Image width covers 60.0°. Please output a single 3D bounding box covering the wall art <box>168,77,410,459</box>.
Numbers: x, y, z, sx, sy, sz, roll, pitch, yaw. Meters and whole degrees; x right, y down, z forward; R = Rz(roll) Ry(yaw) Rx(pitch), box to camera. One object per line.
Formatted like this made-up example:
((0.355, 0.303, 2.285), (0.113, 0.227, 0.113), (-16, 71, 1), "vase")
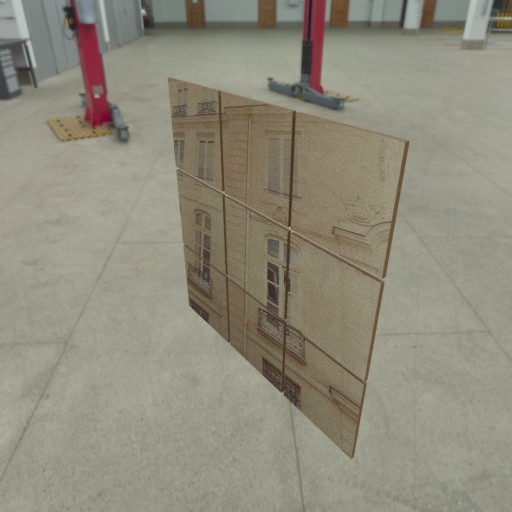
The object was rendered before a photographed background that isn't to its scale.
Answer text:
((0.000, 0.000, 1.351), (0.018, 0.913, 0.915), (-21, 37, -32), "wall art")
